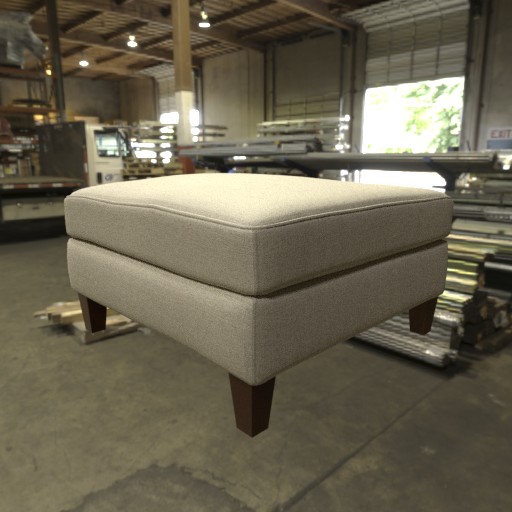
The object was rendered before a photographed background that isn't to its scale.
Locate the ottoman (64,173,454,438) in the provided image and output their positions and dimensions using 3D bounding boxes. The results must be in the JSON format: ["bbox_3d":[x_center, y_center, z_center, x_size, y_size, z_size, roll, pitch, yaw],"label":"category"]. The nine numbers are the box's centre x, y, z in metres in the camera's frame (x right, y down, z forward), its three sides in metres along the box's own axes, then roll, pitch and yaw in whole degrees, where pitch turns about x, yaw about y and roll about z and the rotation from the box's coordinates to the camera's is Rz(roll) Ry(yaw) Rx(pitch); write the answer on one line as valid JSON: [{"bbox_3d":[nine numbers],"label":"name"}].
[{"bbox_3d":[0.000,0.000,1.334,0.838,0.478,0.838,-12,18,-43],"label":"ottoman"}]
